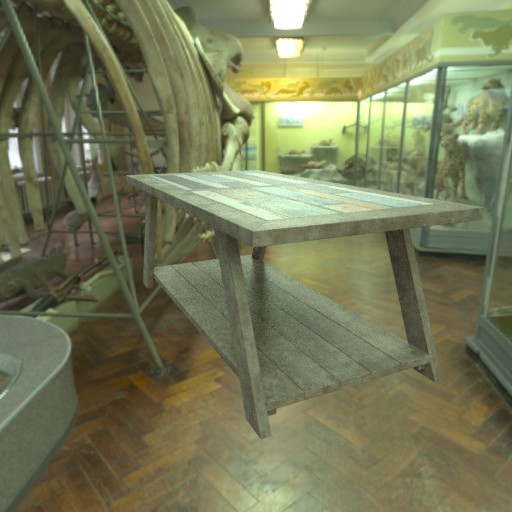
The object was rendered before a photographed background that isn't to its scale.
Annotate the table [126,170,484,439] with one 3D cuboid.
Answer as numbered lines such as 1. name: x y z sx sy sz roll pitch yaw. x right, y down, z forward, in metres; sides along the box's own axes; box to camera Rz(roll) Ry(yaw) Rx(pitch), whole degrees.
1. table: 0.000 0.000 1.514 0.610 0.470 1.219 -7 17 -25
